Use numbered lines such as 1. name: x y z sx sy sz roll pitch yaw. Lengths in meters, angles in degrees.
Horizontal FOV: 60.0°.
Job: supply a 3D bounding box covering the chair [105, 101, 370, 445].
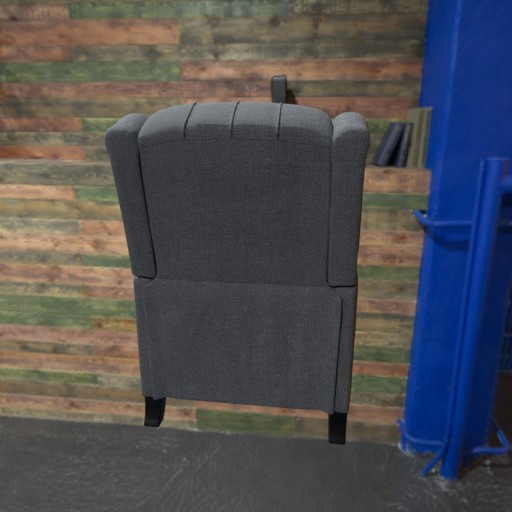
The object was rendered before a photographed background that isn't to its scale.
1. chair: 0.000 0.000 1.629 0.742 1.035 0.898 2 16 8
